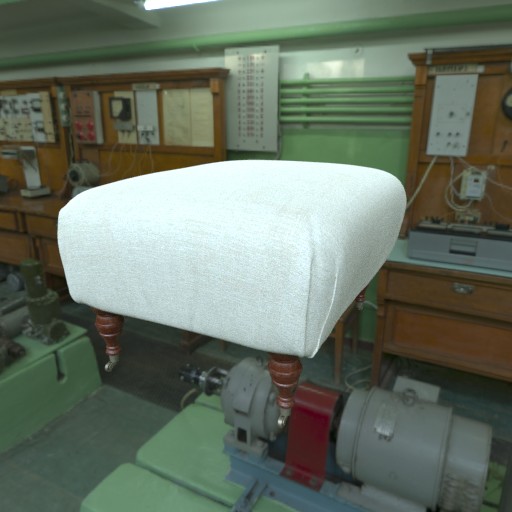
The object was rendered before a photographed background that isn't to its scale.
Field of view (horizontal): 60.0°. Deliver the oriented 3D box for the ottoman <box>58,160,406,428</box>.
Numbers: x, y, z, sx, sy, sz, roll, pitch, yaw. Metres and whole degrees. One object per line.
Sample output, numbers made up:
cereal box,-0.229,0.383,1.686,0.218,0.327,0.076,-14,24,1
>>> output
ottoman,0.000,0.000,1.124,0.622,0.450,0.747,8,19,25
